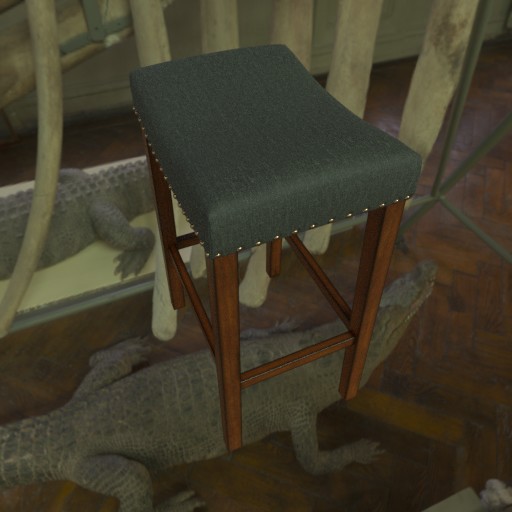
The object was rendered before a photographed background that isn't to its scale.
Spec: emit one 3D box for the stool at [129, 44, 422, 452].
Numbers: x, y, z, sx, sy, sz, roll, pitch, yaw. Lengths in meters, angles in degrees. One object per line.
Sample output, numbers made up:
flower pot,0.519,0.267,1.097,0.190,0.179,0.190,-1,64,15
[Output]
stool,0.000,0.000,1.017,0.366,0.760,0.502,-18,49,-16
